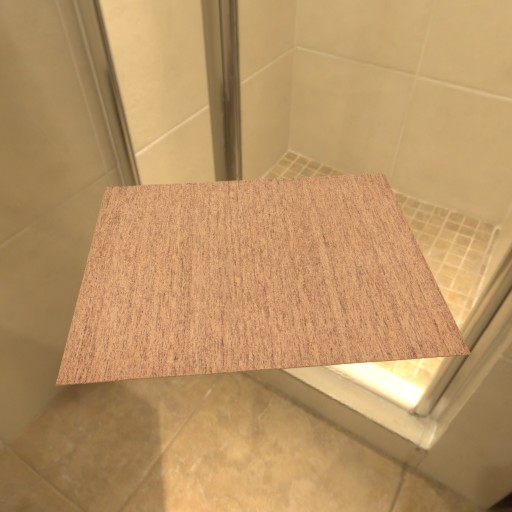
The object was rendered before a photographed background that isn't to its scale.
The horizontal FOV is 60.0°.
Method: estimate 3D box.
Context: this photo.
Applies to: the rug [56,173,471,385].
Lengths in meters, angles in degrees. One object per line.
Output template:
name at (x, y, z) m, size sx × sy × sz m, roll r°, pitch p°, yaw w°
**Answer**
rug at (0.000, 0.000, 4.256) m, size 3.205 × 0.013 × 2.448 m, roll -3°, pitch 46°, yaw -3°
